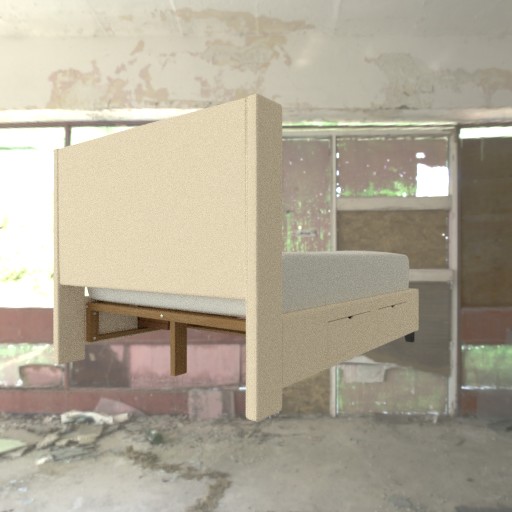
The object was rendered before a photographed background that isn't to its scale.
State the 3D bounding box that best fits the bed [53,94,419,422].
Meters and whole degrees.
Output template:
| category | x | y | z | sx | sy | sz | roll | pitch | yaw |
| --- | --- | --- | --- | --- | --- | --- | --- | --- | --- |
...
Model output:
| category | x | y | z | sx | sy | sz | roll | pitch | yaw |
| --- | --- | --- | --- | --- | --- | --- | --- | --- | --- |
| bed | 0.000 | 0.000 | 3.404 | 1.765 | 1.471 | 2.280 | 0 | 0 | 37 |
